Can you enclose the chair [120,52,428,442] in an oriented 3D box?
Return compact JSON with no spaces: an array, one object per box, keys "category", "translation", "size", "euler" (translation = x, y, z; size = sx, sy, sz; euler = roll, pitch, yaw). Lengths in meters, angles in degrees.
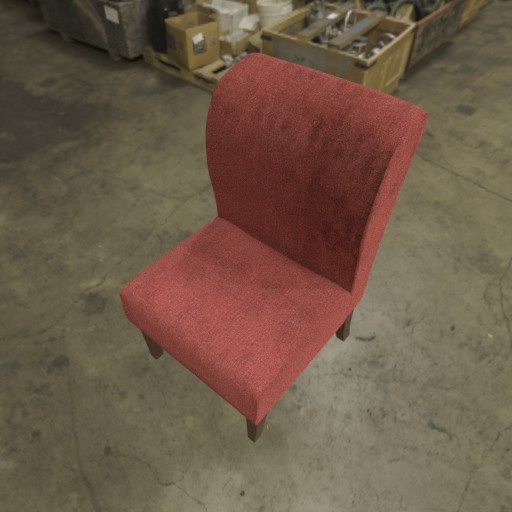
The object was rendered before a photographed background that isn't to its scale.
[{"category":"chair","translation":[0.000,0.000,1.268],"size":[0.538,0.846,0.640],"euler":[32,54,27]}]
